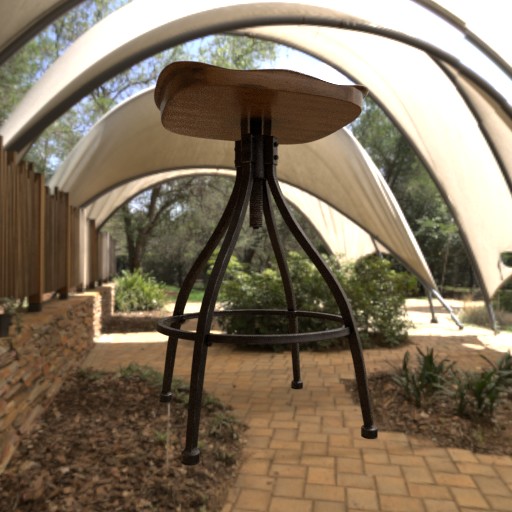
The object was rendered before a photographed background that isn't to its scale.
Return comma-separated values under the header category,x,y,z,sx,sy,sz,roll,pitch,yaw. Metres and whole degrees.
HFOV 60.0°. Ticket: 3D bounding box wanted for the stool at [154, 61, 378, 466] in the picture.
category,x,y,z,sx,sy,sz,roll,pitch,yaw
stool,0.000,0.000,0.964,0.432,0.694,0.424,0,-1,-18
